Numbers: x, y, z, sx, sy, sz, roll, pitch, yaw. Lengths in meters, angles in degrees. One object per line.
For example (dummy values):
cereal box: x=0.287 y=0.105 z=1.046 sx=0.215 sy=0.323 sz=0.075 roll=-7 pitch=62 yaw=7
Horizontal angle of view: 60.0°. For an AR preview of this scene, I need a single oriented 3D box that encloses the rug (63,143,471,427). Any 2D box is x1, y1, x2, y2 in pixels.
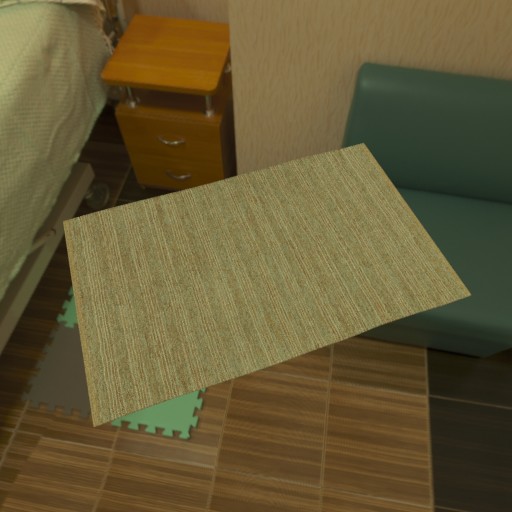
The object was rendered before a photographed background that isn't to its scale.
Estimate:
rug: x=0.000 y=0.000 z=3.070 sx=2.448 sy=0.012 sz=1.540 roll=-17 pitch=58 yaw=-11
